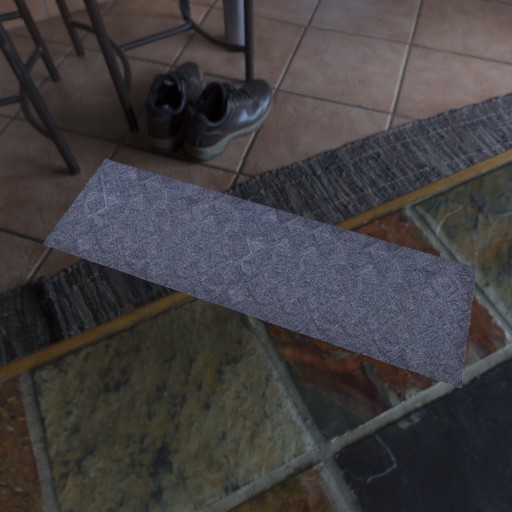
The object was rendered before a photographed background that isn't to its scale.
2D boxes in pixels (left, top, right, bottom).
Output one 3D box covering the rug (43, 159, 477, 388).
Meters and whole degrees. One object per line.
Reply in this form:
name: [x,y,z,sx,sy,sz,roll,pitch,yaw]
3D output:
rug: [0.000,0.000,2.435,2.296,0.011,0.691,18,60,10]
